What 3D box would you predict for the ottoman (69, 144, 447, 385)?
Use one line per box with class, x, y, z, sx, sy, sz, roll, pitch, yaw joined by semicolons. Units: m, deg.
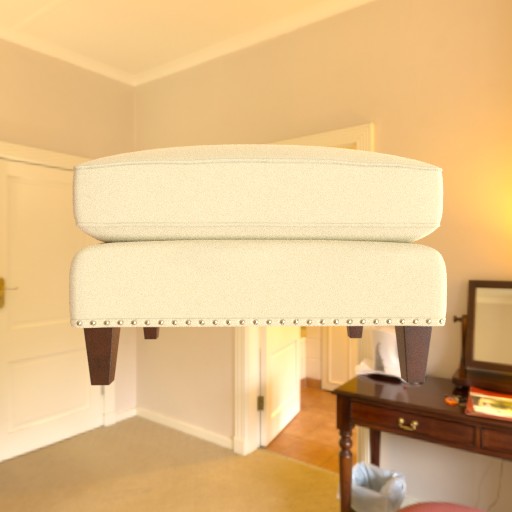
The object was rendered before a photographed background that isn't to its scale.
ottoman;0.000;0.000;1.145;0.741;0.513;0.584;0;0;-2
